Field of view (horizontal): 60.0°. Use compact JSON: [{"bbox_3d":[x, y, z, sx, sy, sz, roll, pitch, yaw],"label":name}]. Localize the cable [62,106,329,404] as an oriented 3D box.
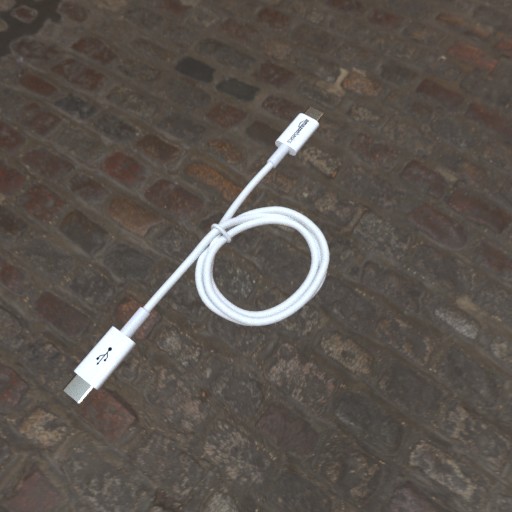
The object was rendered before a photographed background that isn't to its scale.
[{"bbox_3d":[0.000,0.000,0.221,0.070,0.014,0.203,32,68,14],"label":"cable"}]
